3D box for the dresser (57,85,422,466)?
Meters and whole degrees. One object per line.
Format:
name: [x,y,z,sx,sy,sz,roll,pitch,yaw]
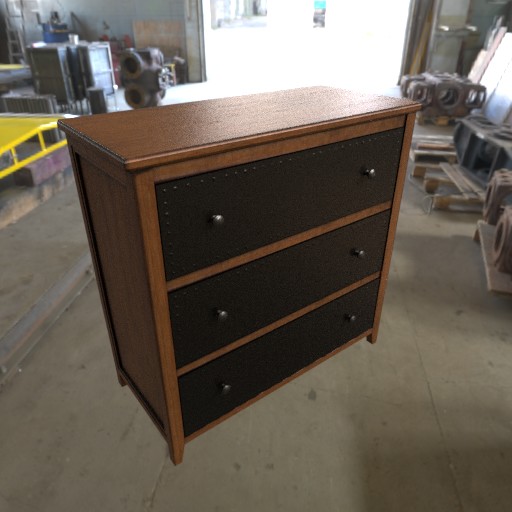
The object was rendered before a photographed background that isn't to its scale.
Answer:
dresser: [0.000,0.000,1.924,1.250,1.224,0.591,-21,35,-32]
